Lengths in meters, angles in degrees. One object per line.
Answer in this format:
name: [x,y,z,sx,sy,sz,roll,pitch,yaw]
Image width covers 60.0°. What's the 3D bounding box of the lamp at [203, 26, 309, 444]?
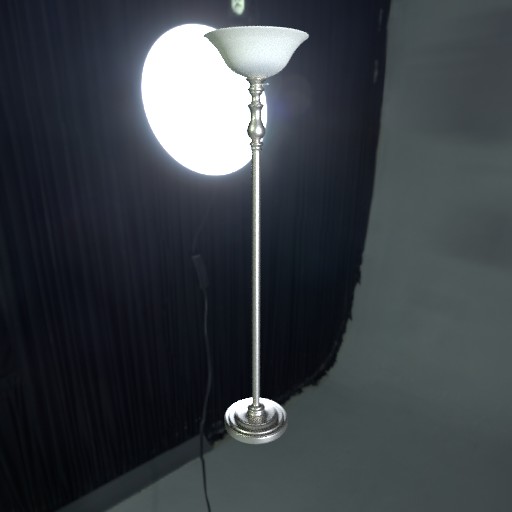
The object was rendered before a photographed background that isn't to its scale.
lamp: [0.000,0.000,1.971,0.405,1.771,0.405,16,23,42]
